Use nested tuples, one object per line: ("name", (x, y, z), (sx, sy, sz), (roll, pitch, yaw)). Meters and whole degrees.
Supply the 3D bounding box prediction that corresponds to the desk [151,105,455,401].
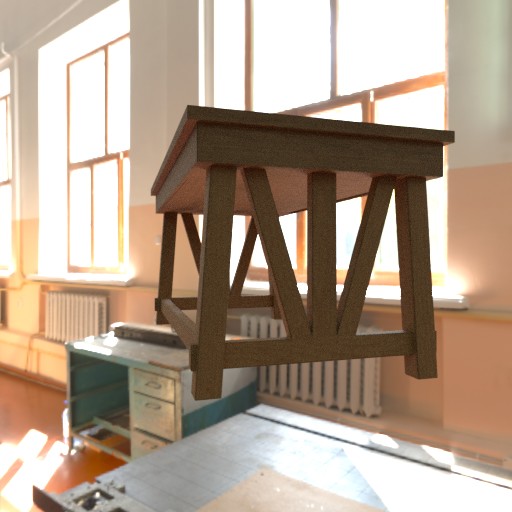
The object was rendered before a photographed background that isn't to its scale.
("desk", (0.000, 0.000, 1.950), (0.813, 0.762, 1.499), (0, 0, -17))
